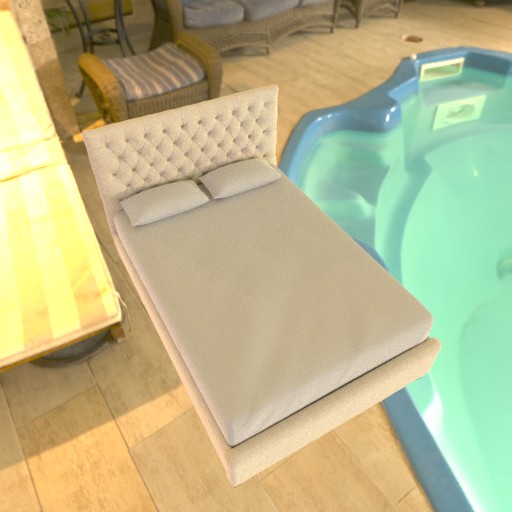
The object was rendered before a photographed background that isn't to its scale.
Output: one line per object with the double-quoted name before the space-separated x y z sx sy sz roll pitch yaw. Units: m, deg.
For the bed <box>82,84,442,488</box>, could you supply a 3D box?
"bed" 0.000 0.000 3.357 1.698 1.427 2.387 -22 49 -20
